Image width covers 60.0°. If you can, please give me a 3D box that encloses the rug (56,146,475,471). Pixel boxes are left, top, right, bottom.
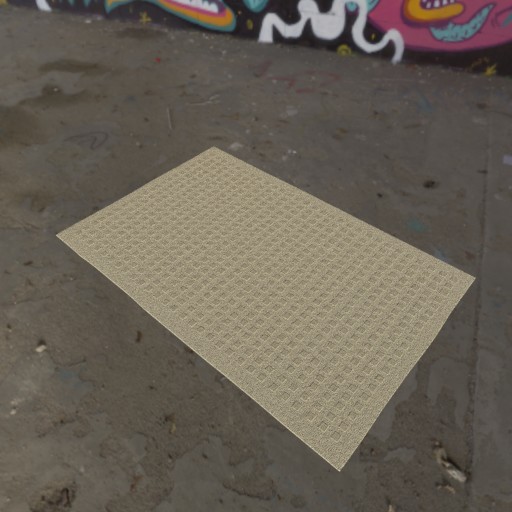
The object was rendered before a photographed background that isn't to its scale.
[{"bbox_3d":[0.000,0.000,2.179,1.747,0.006,1.143,32,53,28],"label":"rug"}]
